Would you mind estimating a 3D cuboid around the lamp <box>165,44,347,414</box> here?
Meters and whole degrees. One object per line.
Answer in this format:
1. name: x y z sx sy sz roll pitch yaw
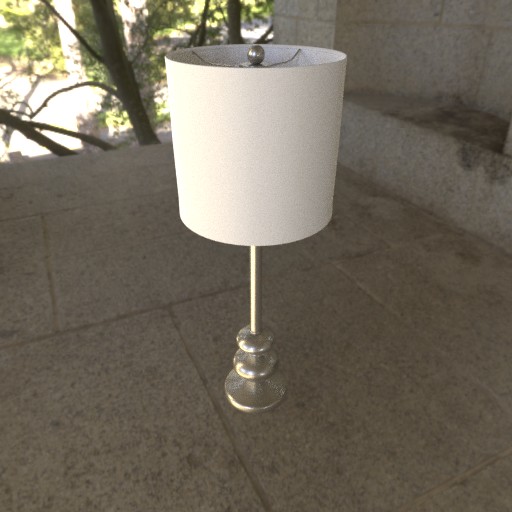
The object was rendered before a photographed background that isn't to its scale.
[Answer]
1. lamp: 0.000 0.000 0.797 0.254 0.690 0.254 20 37 30
